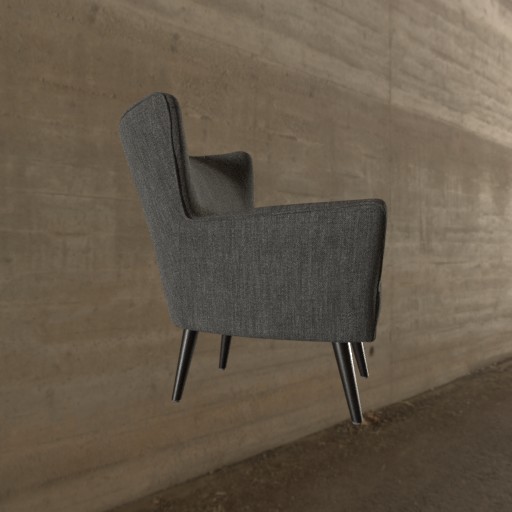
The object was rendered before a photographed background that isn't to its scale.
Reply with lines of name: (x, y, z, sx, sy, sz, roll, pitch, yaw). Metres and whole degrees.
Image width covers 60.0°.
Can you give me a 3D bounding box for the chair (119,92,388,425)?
chair: (0.000, 0.000, 1.567, 0.888, 0.933, 0.781, 0, 0, 16)
